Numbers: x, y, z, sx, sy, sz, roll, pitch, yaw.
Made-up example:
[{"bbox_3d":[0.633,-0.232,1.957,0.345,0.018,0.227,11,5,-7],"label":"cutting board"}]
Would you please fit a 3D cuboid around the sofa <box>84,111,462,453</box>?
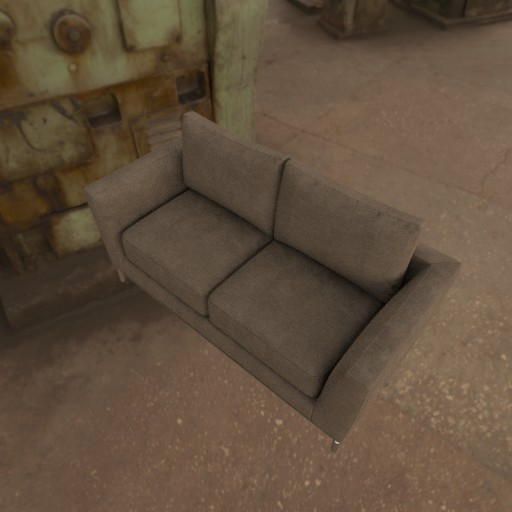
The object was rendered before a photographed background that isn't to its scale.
[{"bbox_3d":[0.000,0.000,2.417,1.832,1.013,0.855,32,54,27],"label":"sofa"}]
